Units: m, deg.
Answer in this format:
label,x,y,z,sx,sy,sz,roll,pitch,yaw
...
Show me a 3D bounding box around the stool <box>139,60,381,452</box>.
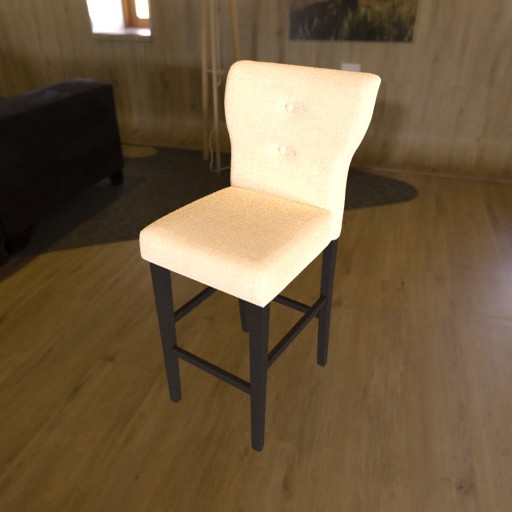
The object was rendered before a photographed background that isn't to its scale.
label,x,y,z,sx,sy,sz,roll,pitch,yaw
stool,0.000,0.000,1.485,0.516,1.124,0.603,19,36,28
